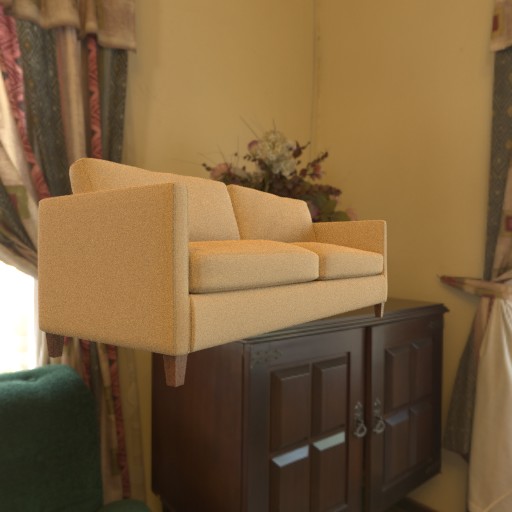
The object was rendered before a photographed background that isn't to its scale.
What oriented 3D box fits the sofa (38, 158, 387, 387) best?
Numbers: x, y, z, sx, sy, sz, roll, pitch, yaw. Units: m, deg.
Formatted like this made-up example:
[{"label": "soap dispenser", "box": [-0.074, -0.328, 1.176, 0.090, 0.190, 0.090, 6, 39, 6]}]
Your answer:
[{"label": "sofa", "box": [0.000, 0.000, 2.814, 0.951, 0.968, 2.361, 0, 0, 35]}]
